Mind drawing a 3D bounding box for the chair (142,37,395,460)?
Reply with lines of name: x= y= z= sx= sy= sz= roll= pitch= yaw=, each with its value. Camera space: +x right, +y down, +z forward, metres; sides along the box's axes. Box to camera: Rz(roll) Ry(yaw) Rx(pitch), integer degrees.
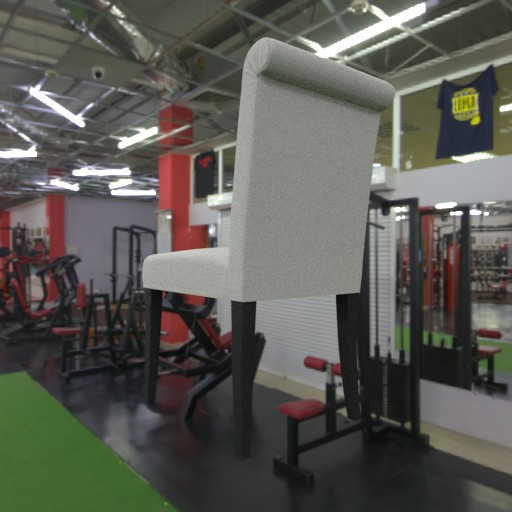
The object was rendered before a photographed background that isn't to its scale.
chair: x=0.000 y=0.000 z=1.367 sx=0.452 sy=0.976 sz=0.708 roll=0 pitch=0 yaw=-37
